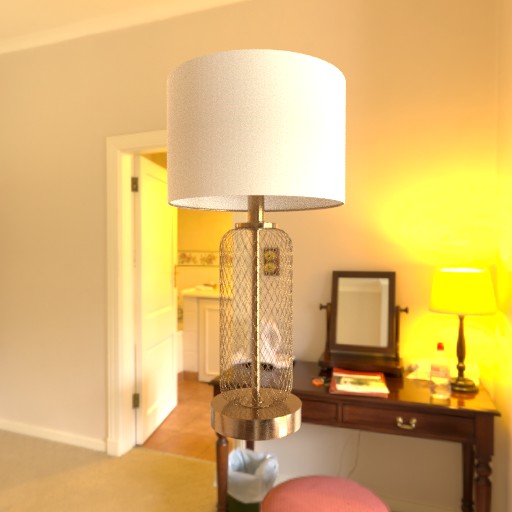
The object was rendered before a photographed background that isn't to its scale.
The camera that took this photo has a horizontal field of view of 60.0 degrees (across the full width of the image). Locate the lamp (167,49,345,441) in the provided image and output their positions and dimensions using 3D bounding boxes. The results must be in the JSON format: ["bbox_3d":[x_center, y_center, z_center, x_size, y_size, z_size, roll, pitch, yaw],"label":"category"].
[{"bbox_3d":[0.000,0.000,0.642,0.252,0.483,0.252,0,1,-17],"label":"lamp"}]
